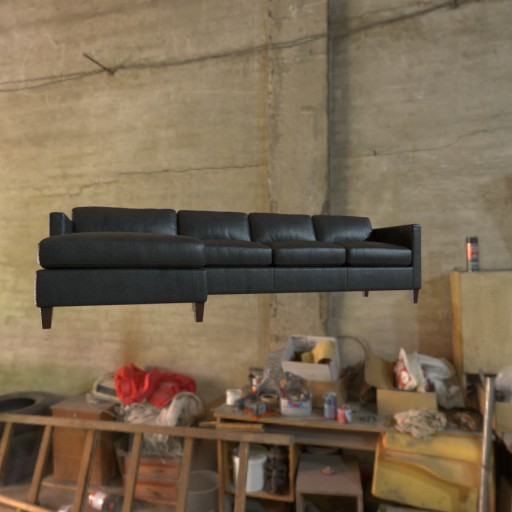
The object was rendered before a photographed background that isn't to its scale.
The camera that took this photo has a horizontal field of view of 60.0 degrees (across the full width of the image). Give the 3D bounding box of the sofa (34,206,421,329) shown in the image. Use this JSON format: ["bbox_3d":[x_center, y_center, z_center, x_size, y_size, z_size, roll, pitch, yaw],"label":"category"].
[{"bbox_3d":[0.000,0.000,3.779,3.203,0.883,1.581,0,-1,-19],"label":"sofa"}]
